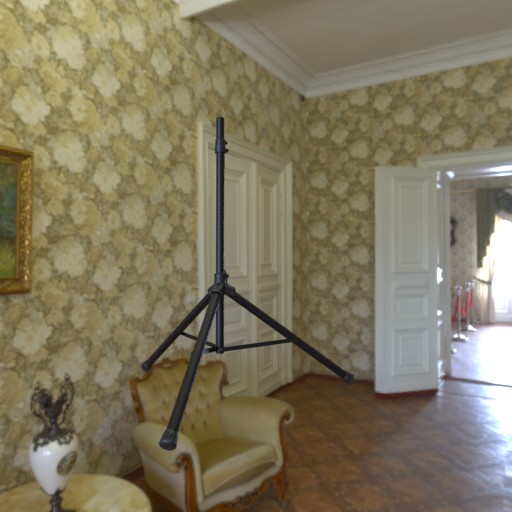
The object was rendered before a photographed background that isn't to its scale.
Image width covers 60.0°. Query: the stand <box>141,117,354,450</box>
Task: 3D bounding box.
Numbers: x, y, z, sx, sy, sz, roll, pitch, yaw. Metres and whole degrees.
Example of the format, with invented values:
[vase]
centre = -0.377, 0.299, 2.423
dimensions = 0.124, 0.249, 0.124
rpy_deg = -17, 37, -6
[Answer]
[stand]
centre = 0.000, 0.000, 1.861
dimensions = 0.907, 1.136, 1.045
rpy_deg = 0, -1, -16
